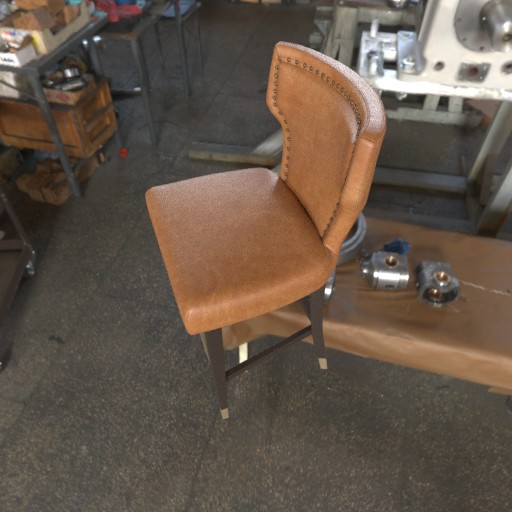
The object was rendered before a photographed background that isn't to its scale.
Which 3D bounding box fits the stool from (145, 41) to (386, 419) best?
[{"bbox_3d":[0.000,0.000,1.400,0.563,1.092,0.526,-15,50,-14],"label":"stool"}]
